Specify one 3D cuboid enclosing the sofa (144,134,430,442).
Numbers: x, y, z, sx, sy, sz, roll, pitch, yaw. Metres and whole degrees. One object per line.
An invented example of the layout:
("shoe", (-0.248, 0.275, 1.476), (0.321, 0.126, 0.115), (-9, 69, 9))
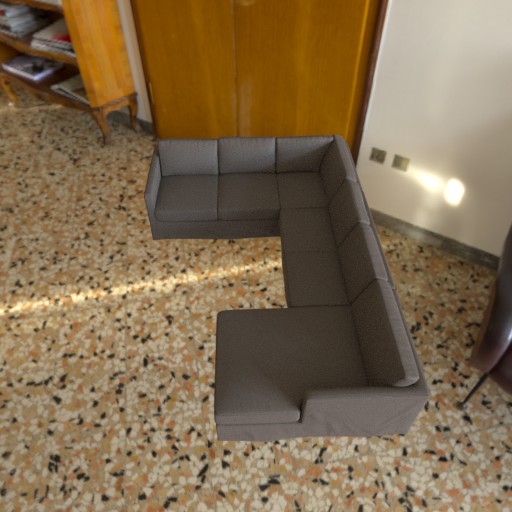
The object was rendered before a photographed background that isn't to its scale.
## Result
("sofa", (0.000, 0.000, 4.543), (2.427, 0.882, 3.460), (-2, 46, -1))
